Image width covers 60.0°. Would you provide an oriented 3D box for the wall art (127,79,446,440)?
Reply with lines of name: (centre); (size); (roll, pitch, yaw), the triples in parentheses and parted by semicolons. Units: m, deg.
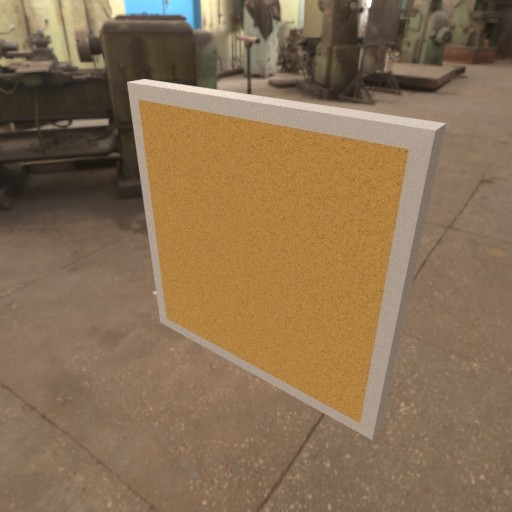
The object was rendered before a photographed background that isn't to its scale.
wall art: (0.000, 0.000, 1.895); (1.289, 1.291, 0.098); (21, 36, 31)
